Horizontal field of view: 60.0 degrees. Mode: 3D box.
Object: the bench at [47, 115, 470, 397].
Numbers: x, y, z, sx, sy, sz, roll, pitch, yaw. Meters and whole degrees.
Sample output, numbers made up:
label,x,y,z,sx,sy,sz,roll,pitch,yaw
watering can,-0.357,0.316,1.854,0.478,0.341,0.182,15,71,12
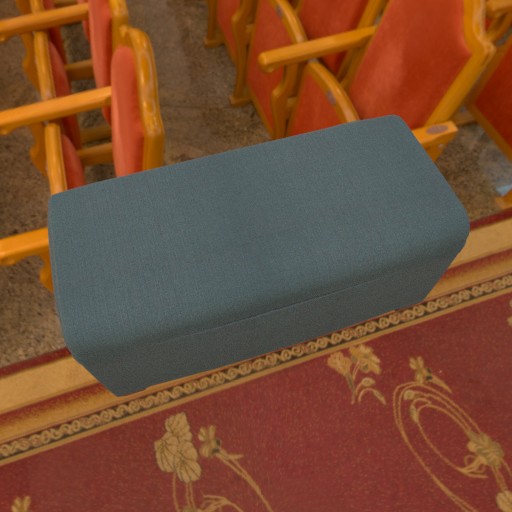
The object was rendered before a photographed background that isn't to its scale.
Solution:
label,x,y,z,sx,sy,sz,roll,pitch,yaw
bench,0.000,0.000,1.267,0.995,0.474,0.476,-15,60,-9
